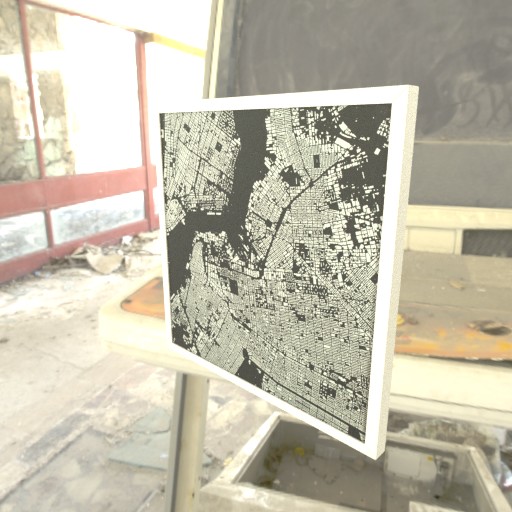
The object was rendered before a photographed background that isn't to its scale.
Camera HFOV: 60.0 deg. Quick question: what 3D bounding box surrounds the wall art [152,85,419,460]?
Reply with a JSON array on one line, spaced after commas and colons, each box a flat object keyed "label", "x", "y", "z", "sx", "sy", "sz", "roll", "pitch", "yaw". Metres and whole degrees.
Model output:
[{"label": "wall art", "x": 0.000, "y": 0.000, "z": 1.124, "sx": 0.761, "sy": 0.762, "sz": 0.050, "roll": 14, "pitch": 21, "yaw": 41}]
